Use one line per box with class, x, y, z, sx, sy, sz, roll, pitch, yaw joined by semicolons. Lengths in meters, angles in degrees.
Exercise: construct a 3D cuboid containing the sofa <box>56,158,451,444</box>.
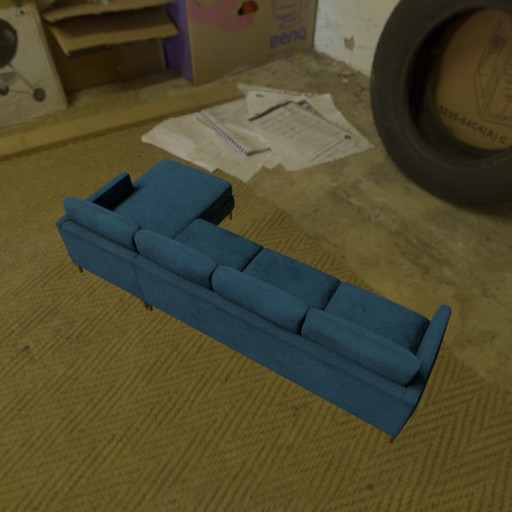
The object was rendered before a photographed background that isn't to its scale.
sofa;0.000;0.000;3.480;2.932;0.810;1.350;24;51;21
